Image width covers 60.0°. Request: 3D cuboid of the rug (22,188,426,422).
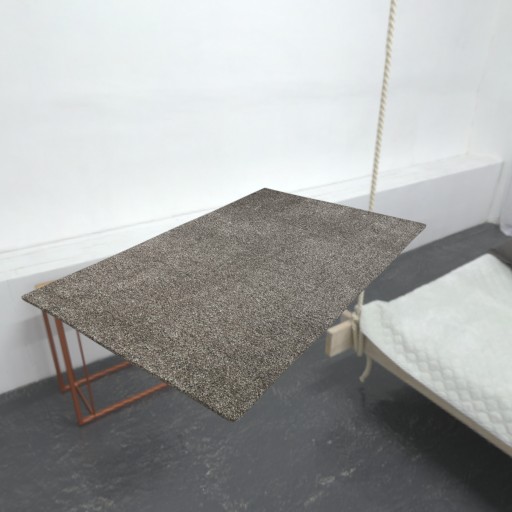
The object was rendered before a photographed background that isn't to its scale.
[{"bbox_3d":[0.000,0.000,2.902,1.501,0.025,2.352,18,32,32],"label":"rug"}]
